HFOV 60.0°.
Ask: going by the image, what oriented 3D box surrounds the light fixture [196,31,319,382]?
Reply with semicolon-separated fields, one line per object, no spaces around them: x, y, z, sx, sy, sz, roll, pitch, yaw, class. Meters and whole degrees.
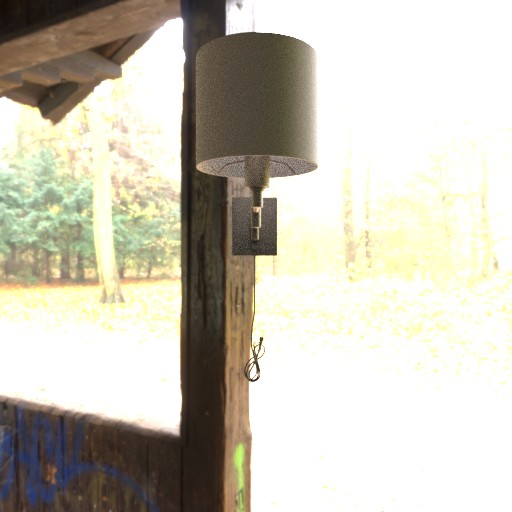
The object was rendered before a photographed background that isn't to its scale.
0.000;0.000;0.899;0.203;0.651;0.516;0;1;-1;light fixture
